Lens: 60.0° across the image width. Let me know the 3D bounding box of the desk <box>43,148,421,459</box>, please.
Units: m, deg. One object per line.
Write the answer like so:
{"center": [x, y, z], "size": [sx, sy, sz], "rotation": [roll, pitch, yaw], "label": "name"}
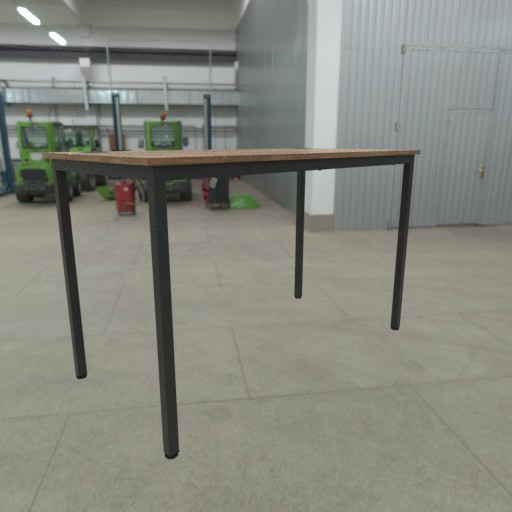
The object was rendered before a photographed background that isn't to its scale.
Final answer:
{"center": [0.000, 0.000, 1.616], "size": [1.200, 0.749, 0.600], "rotation": [-14, 20, -42], "label": "desk"}
